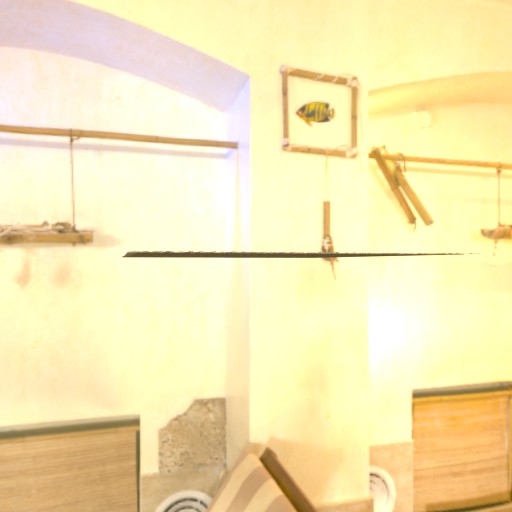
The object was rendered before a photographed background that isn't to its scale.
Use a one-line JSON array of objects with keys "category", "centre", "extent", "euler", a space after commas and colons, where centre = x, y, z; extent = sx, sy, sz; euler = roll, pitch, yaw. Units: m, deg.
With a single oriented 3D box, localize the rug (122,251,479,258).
[{"category": "rug", "centre": [0.000, 0.000, 4.170], "extent": [2.438, 0.010, 3.048], "euler": [0, -1, -18]}]
